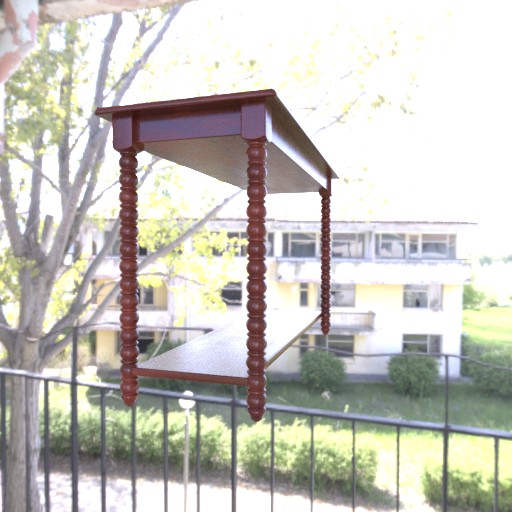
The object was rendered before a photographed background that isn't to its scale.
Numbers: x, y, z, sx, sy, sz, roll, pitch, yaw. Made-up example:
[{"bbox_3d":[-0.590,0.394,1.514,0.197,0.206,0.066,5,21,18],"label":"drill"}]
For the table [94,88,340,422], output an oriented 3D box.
[{"bbox_3d":[0.000,0.000,1.576,0.459,0.740,1.184,0,1,17],"label":"table"}]
